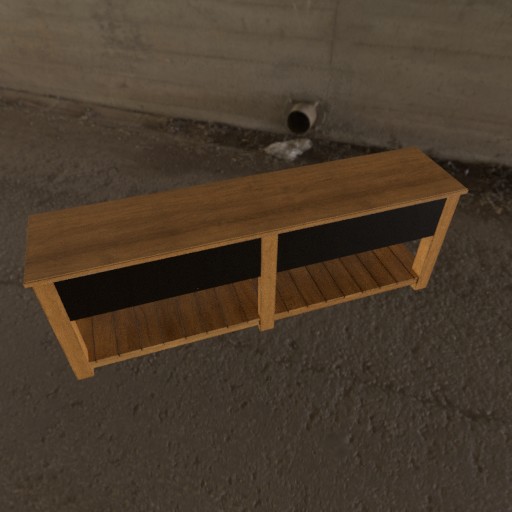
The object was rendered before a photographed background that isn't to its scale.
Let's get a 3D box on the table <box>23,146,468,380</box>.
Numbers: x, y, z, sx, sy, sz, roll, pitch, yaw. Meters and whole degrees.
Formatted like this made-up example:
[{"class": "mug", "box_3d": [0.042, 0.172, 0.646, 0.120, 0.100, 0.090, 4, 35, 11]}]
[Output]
[{"class": "table", "box_3d": [0.000, 0.000, 2.084, 1.815, 0.635, 0.425, -13, 44, -13]}]
